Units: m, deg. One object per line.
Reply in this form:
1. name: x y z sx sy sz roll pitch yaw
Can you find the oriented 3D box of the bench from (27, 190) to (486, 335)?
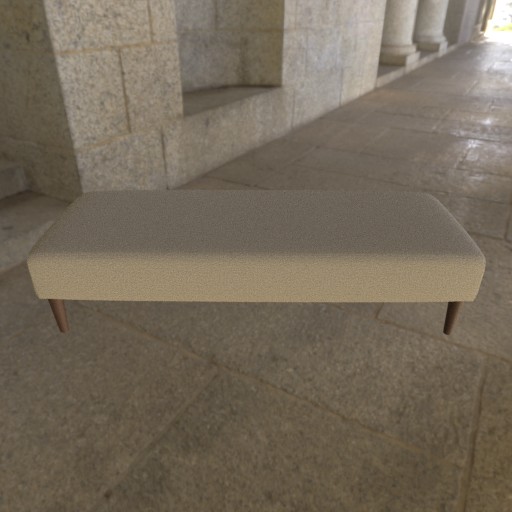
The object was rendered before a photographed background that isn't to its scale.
1. bench: 0.000 0.000 1.870 1.609 0.393 0.646 0 30 1
